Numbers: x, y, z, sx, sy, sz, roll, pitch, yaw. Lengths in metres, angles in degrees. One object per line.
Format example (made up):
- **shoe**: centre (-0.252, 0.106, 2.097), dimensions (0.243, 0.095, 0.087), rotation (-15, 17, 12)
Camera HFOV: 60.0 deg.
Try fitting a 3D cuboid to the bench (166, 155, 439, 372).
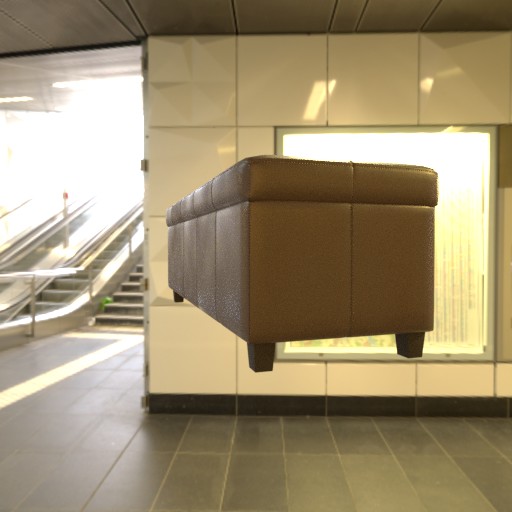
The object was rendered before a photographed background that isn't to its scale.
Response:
- **bench**: centre (0.000, 0.000, 1.437), dimensions (0.450, 0.417, 1.219), rotation (0, 1, -18)
